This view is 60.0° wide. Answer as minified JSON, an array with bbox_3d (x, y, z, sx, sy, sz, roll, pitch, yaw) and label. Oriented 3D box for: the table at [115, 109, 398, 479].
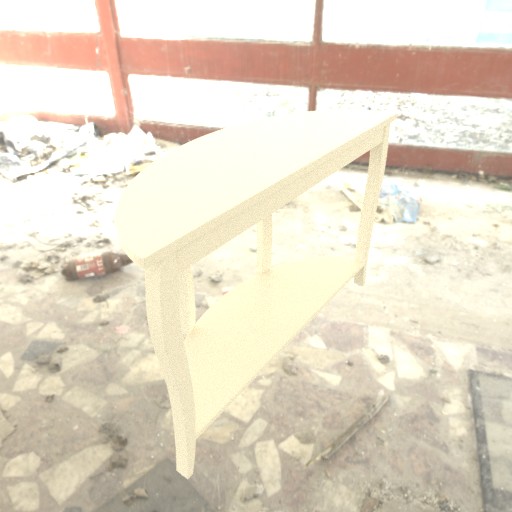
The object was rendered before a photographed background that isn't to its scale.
[{"bbox_3d":[0.000,0.000,1.541,0.394,0.780,1.219,22,39,30],"label":"table"}]
